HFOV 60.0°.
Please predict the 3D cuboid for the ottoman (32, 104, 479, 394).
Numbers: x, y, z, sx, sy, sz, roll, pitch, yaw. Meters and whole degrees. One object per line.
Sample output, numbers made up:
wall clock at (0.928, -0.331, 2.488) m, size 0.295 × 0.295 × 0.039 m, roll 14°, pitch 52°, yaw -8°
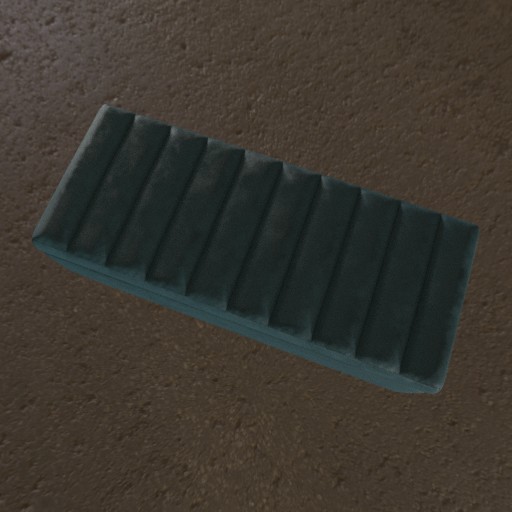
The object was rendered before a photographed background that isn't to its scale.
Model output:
ottoman at (0.000, 0.000, 1.396) m, size 1.151 × 0.469 × 0.482 m, roll 19°, pitch 74°, yaw 6°
